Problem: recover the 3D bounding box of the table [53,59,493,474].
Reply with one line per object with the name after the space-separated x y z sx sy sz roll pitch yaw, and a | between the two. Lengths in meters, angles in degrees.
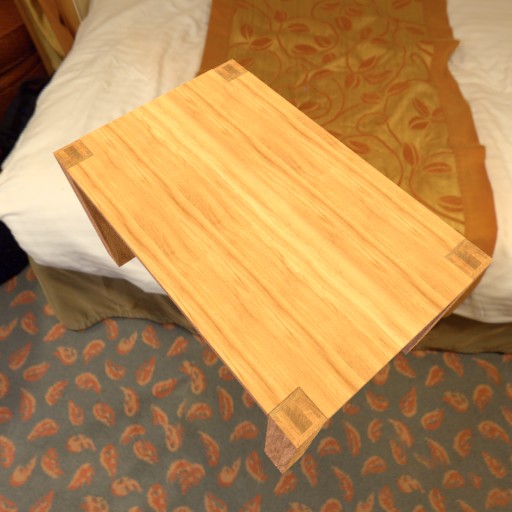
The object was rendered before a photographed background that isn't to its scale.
0.000 0.000 1.929 0.900 0.760 1.400 -36 65 -19 | table
